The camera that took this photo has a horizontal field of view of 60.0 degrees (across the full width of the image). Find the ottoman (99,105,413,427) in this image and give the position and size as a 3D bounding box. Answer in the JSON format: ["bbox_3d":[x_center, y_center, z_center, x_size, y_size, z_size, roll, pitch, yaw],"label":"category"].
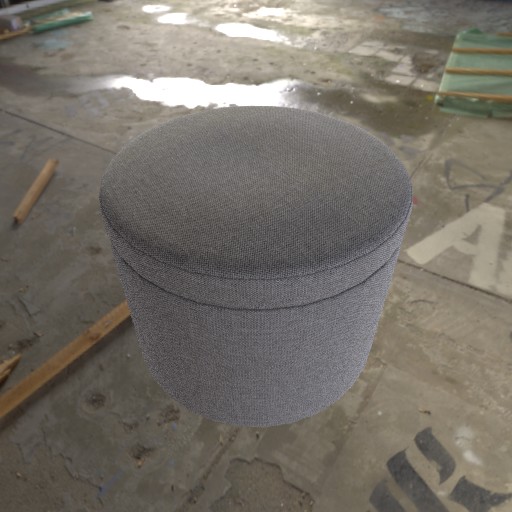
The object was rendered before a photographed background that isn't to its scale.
[{"bbox_3d":[0.000,0.000,0.848,0.500,0.419,0.500,0,43,0],"label":"ottoman"}]
